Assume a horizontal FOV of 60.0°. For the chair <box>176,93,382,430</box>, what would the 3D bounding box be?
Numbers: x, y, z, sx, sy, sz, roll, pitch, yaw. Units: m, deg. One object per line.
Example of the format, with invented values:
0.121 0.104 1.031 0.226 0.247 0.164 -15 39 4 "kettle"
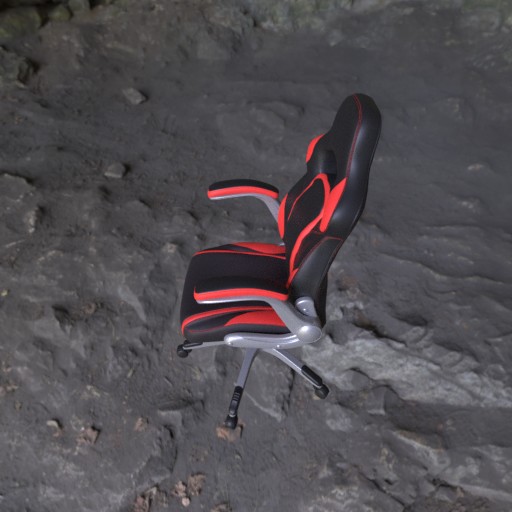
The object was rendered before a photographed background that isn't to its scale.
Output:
0.000 0.000 1.645 0.712 1.165 0.758 0 40 0 "chair"
